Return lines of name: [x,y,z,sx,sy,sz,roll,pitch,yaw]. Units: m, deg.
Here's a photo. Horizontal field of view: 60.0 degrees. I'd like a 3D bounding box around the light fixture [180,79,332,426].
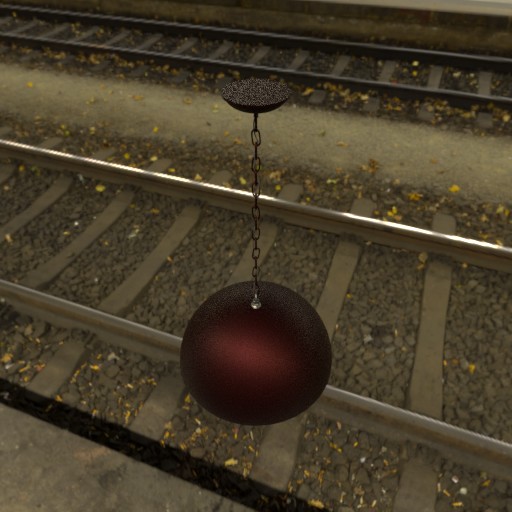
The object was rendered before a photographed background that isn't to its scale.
light fixture: [0.000,0.000,1.167,0.492,0.869,0.492,0,41,0]
